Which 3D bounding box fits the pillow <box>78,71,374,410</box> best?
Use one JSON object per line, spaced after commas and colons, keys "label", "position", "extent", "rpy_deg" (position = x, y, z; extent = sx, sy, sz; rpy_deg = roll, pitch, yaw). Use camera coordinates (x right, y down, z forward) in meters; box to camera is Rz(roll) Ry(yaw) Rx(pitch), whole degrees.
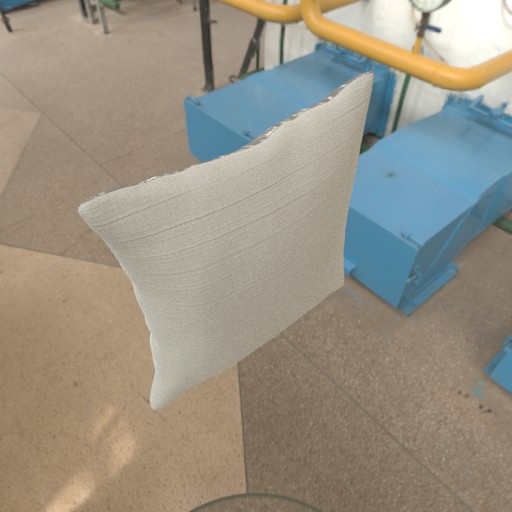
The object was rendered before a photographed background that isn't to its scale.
{"label": "pillow", "position": [0.000, 0.000, 0.712], "extent": [0.470, 0.464, 0.175], "rpy_deg": [-31, 54, -26]}
